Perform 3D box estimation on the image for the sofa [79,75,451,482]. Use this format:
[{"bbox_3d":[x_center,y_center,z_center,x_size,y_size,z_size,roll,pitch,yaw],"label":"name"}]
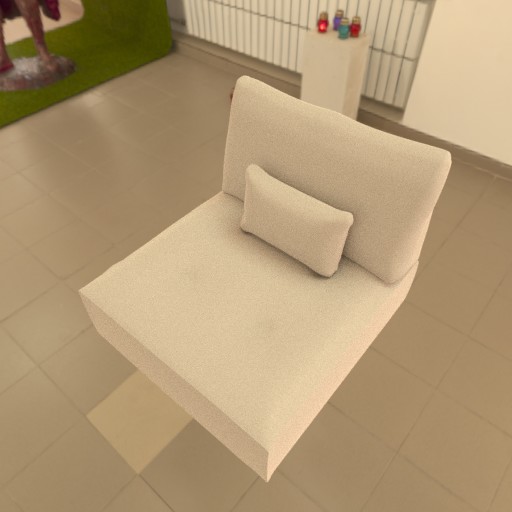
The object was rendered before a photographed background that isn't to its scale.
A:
[{"bbox_3d":[0.000,0.000,1.664,0.935,0.828,1.000,31,54,26],"label":"sofa"}]
